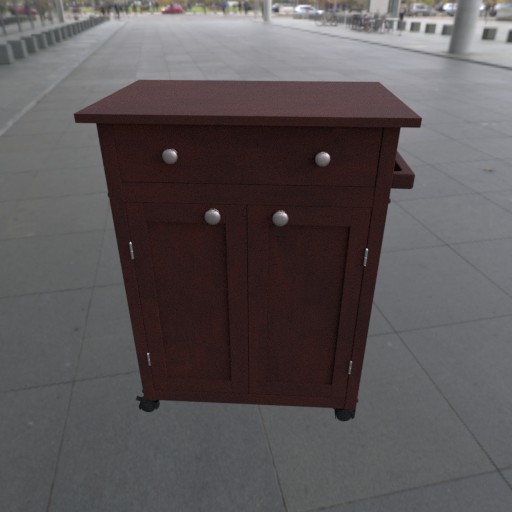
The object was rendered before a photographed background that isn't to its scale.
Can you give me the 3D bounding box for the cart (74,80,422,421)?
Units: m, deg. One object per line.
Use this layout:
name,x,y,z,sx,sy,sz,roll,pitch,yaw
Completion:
cart,0.000,0.000,1.247,0.683,0.864,0.442,2,30,3
